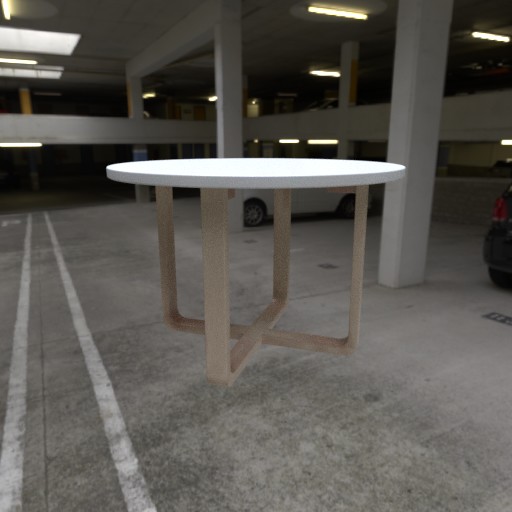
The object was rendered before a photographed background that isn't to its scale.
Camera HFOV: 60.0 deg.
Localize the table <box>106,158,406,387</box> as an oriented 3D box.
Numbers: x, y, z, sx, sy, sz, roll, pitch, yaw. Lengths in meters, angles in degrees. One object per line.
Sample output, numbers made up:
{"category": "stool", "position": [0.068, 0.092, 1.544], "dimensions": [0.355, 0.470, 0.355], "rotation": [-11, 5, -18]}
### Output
{"category": "table", "position": [0.000, 0.000, 0.986], "dimensions": [0.600, 0.400, 0.600], "rotation": [0, 15, 0]}
